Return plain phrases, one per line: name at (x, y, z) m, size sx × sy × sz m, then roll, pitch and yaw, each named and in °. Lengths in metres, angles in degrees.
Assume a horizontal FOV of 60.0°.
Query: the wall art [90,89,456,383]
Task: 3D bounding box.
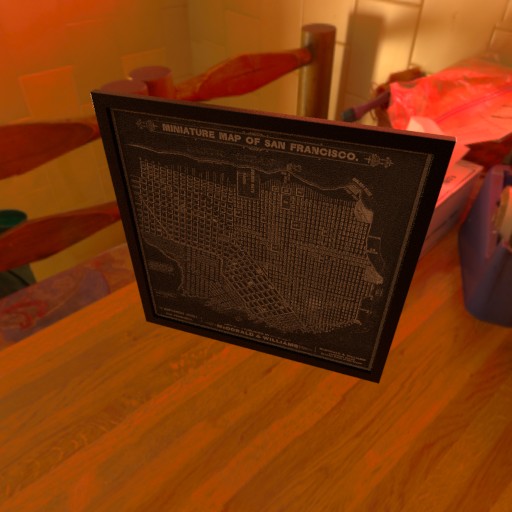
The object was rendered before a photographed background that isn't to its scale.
wall art at (0.000, 0.000, 0.684) m, size 0.457 × 0.458 × 0.012 m, roll 12°, pitch 42°, yaw 14°
